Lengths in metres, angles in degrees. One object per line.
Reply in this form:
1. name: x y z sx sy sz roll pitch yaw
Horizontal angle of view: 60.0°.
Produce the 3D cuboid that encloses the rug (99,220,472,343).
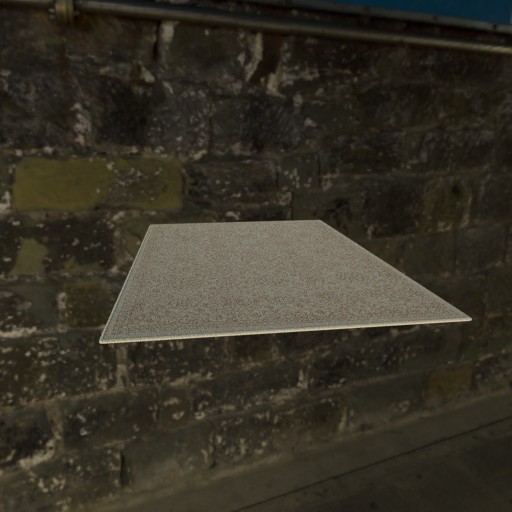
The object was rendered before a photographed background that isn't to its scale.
1. rug: 0.000 0.000 2.287 1.219 0.010 1.829 -2 15 -8
